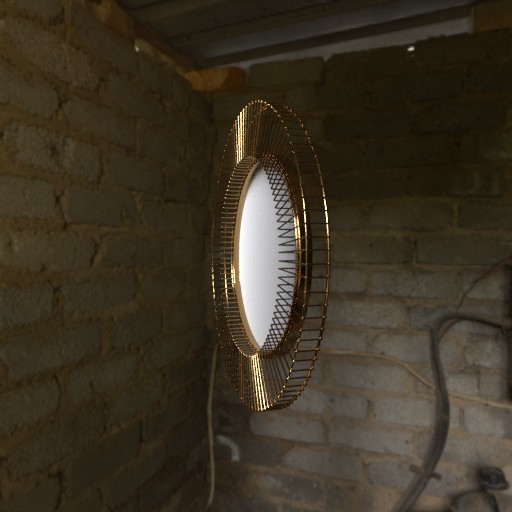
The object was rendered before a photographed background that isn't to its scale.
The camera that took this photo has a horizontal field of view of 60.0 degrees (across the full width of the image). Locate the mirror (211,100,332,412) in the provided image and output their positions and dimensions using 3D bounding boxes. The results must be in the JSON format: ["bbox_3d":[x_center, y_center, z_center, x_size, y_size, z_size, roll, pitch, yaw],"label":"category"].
[{"bbox_3d":[0.000,0.000,1.065,0.067,0.703,0.703,0,0,-18],"label":"mirror"}]
